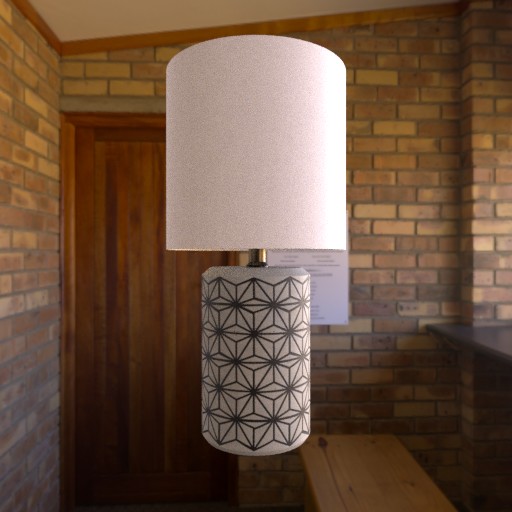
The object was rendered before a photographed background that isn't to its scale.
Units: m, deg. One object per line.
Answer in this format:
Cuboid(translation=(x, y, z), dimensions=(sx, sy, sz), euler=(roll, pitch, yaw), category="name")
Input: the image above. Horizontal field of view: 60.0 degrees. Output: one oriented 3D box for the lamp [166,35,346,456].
Cuboid(translation=(0.000, 0.000, 0.520), dimensions=(0.206, 0.416, 0.206), euler=(0, 0, -35), category="lamp")
